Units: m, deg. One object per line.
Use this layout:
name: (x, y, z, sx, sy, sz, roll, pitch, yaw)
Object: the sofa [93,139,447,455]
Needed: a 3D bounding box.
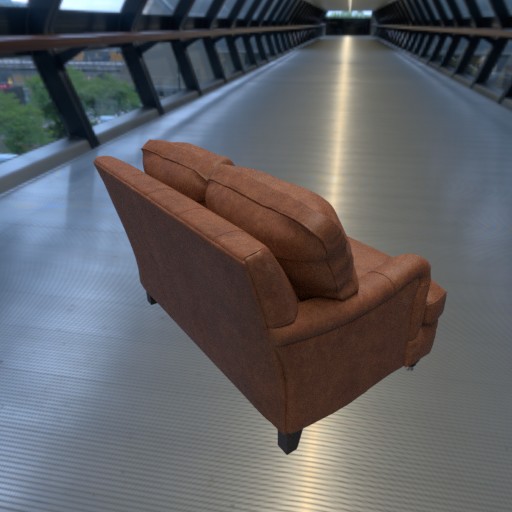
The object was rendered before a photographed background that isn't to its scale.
sofa: (0.000, 0.000, 2.219, 1.077, 1.004, 1.527, -17, 31, -31)
